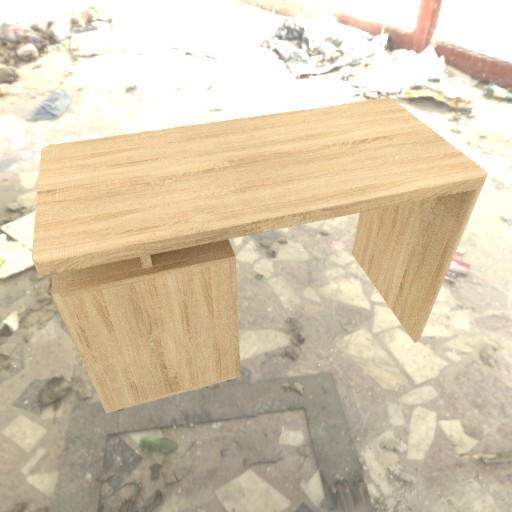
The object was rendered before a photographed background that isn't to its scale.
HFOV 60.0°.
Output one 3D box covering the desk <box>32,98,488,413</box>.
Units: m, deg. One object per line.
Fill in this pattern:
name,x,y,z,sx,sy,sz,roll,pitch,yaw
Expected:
desk,0.000,0.000,1.547,1.200,0.760,0.550,-12,44,-13
